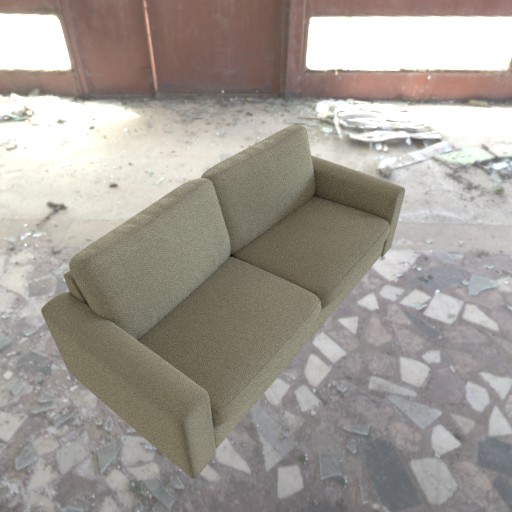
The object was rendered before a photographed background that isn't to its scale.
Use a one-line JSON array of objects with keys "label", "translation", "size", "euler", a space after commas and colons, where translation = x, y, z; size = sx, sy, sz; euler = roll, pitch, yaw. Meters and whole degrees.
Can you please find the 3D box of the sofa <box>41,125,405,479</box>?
[{"label": "sofa", "translation": [0.000, 0.000, 2.676], "size": [1.016, 0.873, 2.179], "euler": [26, 47, 28]}]
